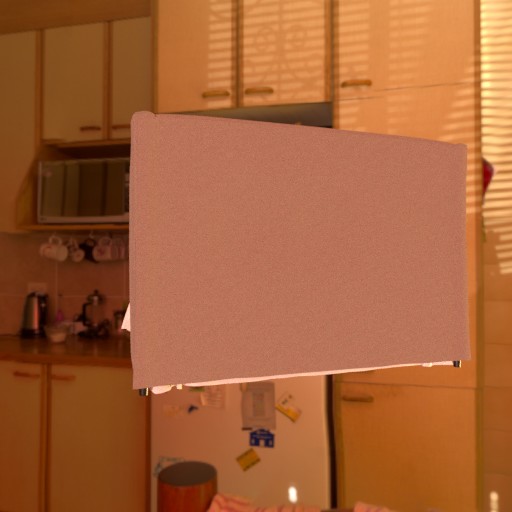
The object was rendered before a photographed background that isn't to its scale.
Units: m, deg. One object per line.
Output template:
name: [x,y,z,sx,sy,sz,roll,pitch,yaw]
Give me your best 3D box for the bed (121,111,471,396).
bed: [0.000,0.000,3.372,1.925,1.332,2.276,0,-1,-18]
